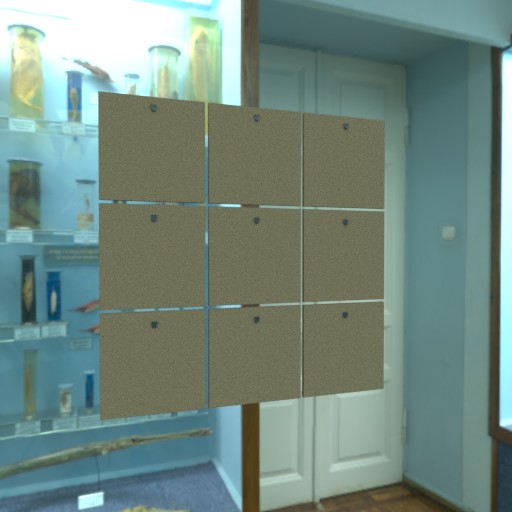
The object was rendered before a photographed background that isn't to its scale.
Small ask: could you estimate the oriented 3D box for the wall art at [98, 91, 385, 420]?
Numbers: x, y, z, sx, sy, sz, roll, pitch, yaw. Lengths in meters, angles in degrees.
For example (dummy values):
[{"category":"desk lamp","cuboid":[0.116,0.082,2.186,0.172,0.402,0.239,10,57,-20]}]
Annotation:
[{"category":"wall art","cuboid":[0.000,0.000,1.358,0.906,0.904,0.018,0,1,-18]}]
